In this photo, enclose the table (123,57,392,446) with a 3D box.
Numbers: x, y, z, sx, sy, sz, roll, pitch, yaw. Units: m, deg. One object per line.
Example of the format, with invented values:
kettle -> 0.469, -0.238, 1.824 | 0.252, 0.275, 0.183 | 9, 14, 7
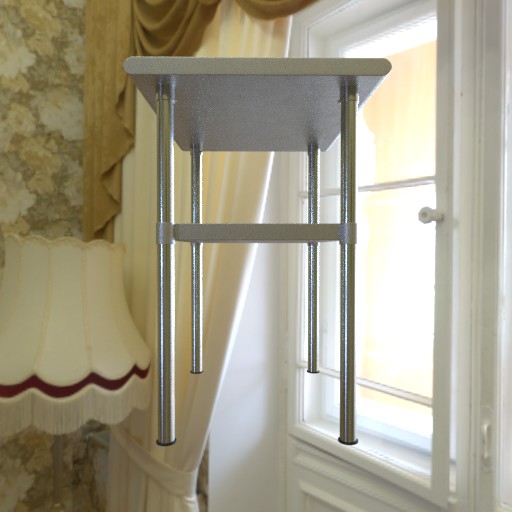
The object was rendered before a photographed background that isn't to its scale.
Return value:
table -> 0.000, 0.000, 1.350 | 0.584, 0.876, 0.762 | 0, 1, -1
